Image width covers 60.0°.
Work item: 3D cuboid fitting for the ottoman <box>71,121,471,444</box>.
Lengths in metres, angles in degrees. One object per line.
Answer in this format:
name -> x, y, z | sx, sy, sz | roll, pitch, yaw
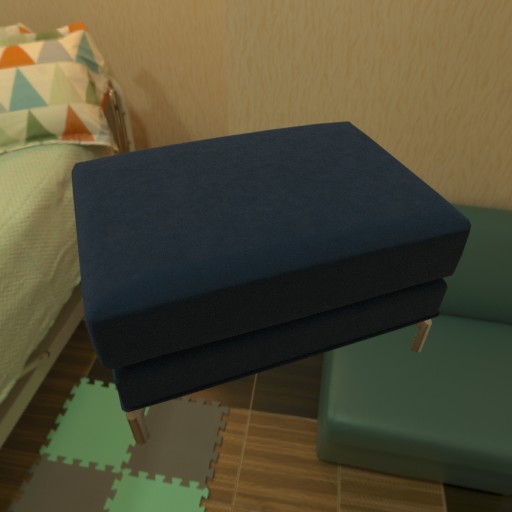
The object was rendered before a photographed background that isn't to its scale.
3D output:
ottoman -> 0.000, 0.000, 1.195 | 0.835, 0.498, 0.587 | -13, 43, -15
